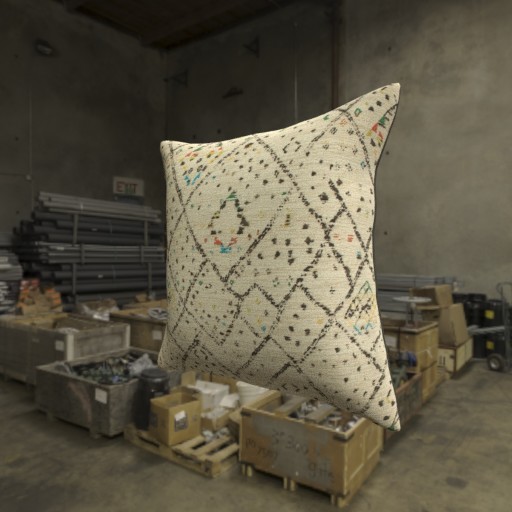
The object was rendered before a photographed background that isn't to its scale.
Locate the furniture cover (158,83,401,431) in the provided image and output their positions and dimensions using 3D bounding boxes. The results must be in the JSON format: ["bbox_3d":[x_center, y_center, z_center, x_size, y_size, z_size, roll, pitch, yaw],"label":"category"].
[{"bbox_3d":[0.000,0.000,0.792,0.525,0.498,0.180,0,1,38],"label":"furniture cover"}]
